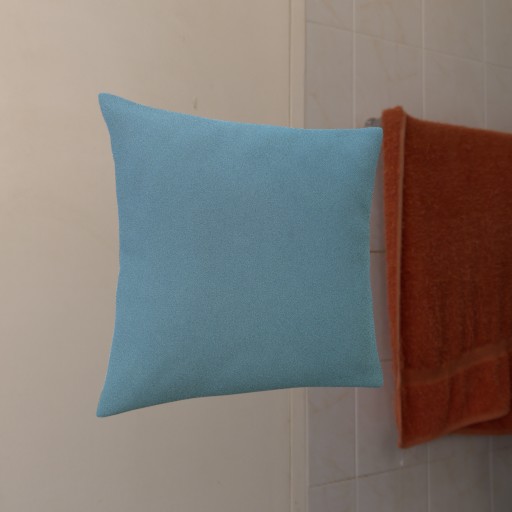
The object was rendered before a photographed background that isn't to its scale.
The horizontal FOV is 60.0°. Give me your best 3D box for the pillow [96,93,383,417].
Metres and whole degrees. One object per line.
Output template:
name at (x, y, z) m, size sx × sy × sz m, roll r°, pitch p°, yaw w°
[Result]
pillow at (0.000, 0.000, 0.779) m, size 0.526 × 0.507 × 0.166 m, roll 0°, pitch -1°, yaw -19°
